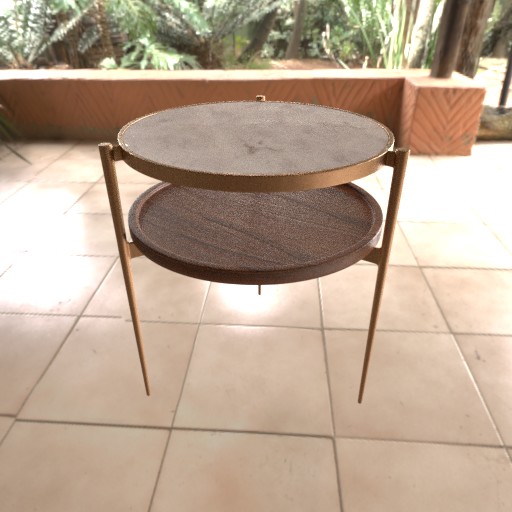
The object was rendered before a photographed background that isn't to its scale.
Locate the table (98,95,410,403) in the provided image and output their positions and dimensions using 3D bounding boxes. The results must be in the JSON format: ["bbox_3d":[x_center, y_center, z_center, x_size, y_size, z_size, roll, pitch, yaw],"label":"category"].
[{"bbox_3d":[0.000,0.000,0.835,0.430,0.493,0.456,1,31,2],"label":"table"}]
